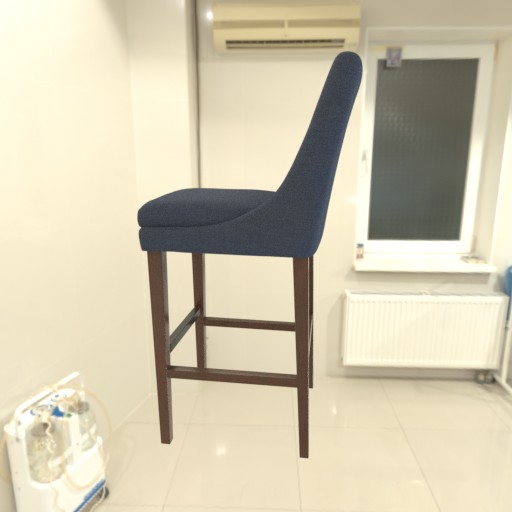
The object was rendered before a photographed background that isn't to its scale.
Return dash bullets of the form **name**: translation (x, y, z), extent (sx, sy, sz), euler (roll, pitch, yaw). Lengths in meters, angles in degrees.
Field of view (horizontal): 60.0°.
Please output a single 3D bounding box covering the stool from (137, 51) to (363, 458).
- **stool**: translation (0.000, 0.000, 1.364), extent (0.577, 1.078, 0.470), euler (2, 14, 9)
